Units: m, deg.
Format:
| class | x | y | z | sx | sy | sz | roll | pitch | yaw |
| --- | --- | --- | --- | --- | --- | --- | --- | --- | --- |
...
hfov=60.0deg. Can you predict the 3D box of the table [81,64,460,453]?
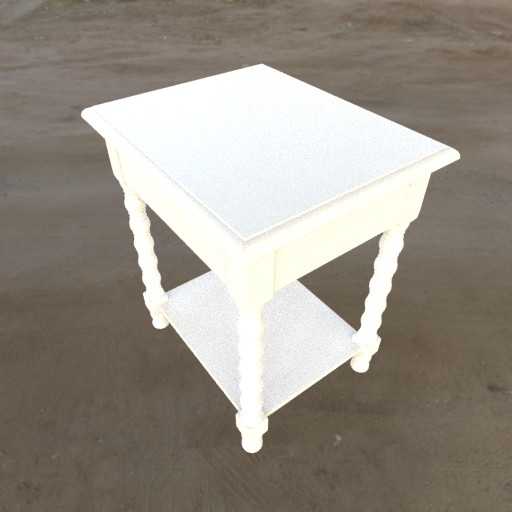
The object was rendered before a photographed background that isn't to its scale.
| class | x | y | z | sx | sy | sz | roll | pitch | yaw |
| --- | --- | --- | --- | --- | --- | --- | --- | --- | --- |
| table | 0.000 | 0.000 | 0.846 | 0.381 | 0.531 | 0.460 | -26 | 48 | -27 |
